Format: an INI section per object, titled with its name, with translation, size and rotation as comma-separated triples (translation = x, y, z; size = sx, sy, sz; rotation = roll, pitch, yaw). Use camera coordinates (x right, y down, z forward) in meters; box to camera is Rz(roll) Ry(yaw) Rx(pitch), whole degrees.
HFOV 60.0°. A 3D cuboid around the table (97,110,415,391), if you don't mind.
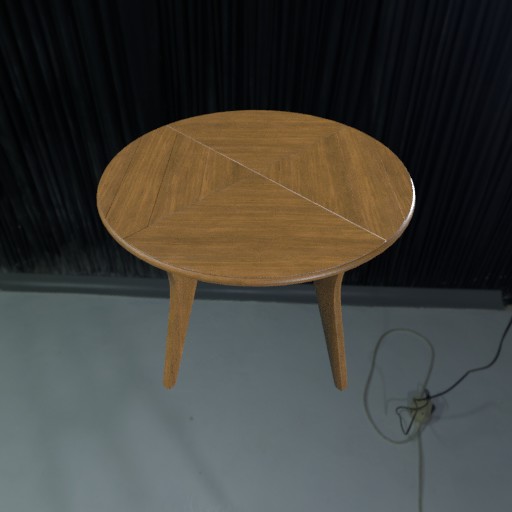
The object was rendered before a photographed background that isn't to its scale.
[table]
translation = 0.000, 0.000, 1.760
size = 1.055, 0.757, 1.055
rotation = 0, 41, 0
